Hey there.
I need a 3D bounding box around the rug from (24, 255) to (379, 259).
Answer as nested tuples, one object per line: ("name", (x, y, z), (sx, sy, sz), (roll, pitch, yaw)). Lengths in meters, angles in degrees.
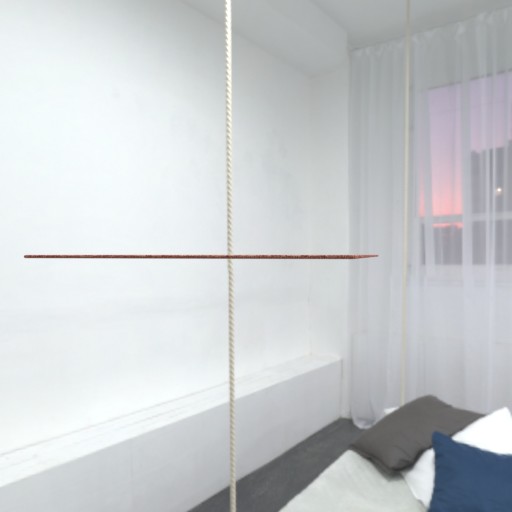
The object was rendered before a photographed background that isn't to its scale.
("rug", (0.000, 0.000, 3.011), (1.524, 0.015, 2.438), (0, 0, 17))
